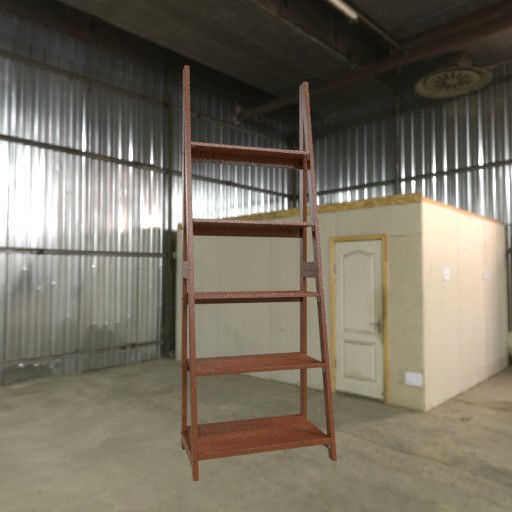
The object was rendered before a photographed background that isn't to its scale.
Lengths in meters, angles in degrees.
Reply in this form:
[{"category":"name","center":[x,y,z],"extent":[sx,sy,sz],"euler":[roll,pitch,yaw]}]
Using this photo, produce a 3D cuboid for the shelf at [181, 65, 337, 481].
[{"category":"shelf","center":[0.000,0.000,2.024],"extent":[0.630,1.780,0.356],"euler":[0,-2,-17]}]
